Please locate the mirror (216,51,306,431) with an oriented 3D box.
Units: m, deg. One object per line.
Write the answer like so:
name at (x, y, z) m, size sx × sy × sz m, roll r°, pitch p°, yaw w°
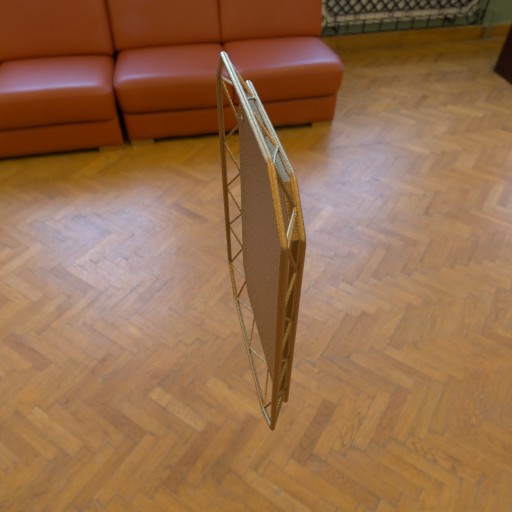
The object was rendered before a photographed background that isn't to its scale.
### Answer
mirror at (0.000, 0.000, 0.735) m, size 0.042 × 0.566 × 0.417 m, roll -9°, pitch 47°, yaw -9°
